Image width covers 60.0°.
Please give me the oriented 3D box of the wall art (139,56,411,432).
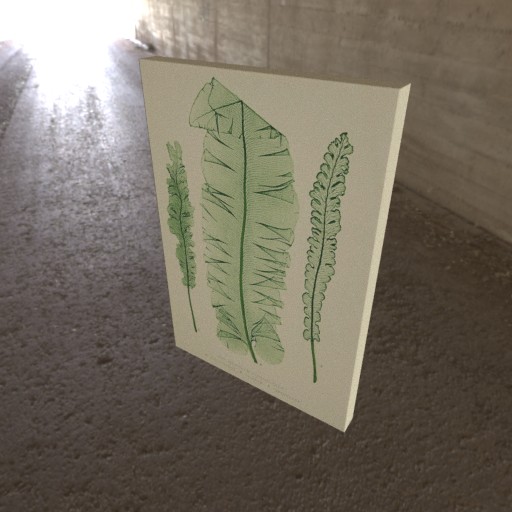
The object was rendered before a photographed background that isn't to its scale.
[{"bbox_3d":[0.000,0.000,0.774,0.418,0.608,0.038,19,37,28],"label":"wall art"}]
